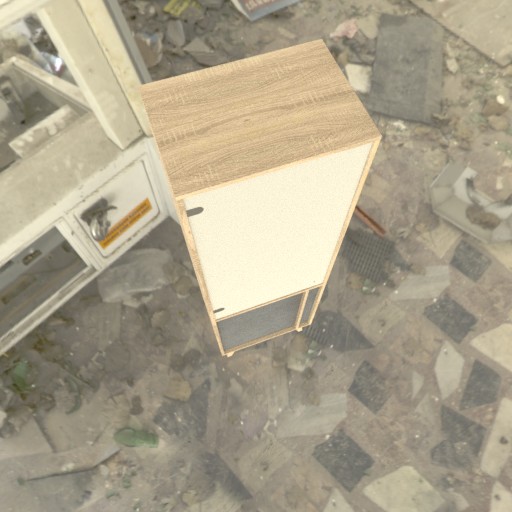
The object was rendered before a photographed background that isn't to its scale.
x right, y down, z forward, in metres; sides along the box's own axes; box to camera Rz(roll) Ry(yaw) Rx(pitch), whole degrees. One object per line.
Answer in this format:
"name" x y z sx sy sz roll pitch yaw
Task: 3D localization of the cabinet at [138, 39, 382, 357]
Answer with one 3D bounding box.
"cabinet" 0.000 0.000 2.054 0.570 1.850 0.400 -18 66 -9
